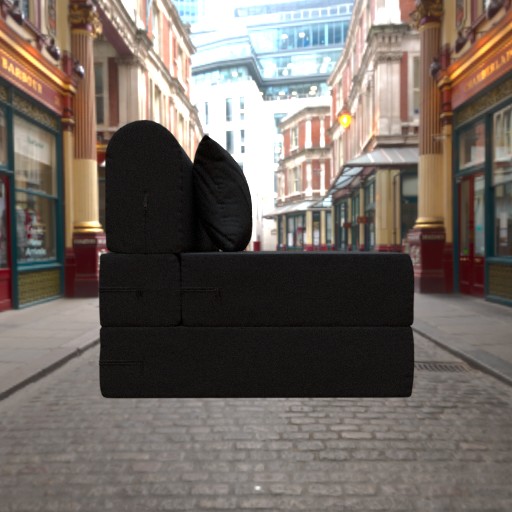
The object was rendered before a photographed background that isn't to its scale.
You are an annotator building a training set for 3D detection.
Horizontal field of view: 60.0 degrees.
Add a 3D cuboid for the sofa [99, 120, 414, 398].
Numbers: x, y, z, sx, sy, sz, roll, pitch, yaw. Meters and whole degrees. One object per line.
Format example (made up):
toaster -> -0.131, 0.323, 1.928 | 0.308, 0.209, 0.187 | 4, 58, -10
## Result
sofa -> 0.000, 0.000, 1.665 | 0.762, 0.670, 1.225 | 0, 1, 0
